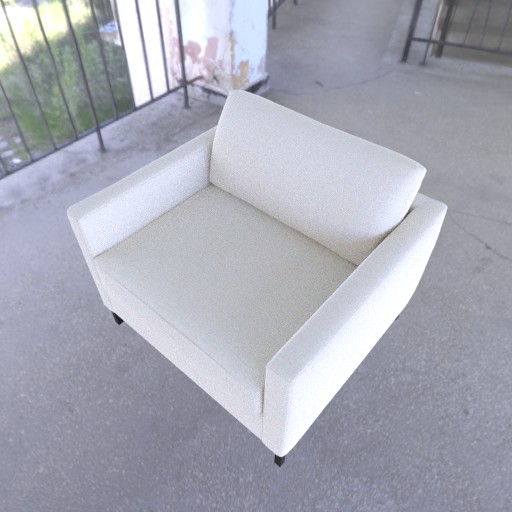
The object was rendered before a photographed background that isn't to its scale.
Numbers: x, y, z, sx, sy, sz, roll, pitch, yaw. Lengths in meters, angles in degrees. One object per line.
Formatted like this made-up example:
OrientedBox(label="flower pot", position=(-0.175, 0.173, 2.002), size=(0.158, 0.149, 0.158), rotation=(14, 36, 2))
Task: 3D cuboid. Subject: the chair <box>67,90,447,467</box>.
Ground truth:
OrientedBox(label="chair", position=(0.000, 0.000, 1.595), size=(0.964, 0.806, 0.875), rotation=(32, 54, 27))
